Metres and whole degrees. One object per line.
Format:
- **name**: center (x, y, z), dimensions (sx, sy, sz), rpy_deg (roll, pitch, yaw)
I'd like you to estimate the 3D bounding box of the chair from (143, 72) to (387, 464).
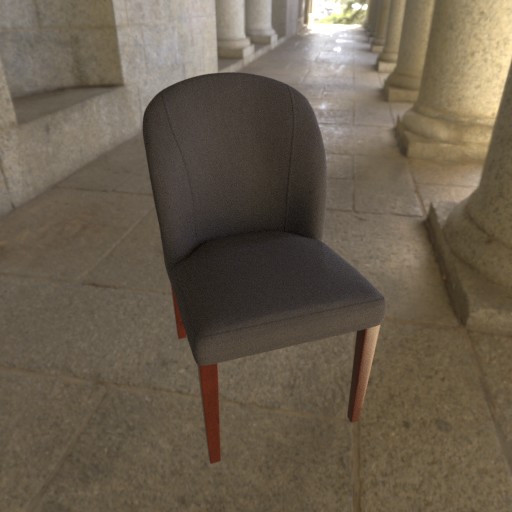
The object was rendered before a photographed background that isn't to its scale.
- **chair**: center (0.000, 0.000, 1.243), dimensions (0.506, 0.879, 0.619), rpy_deg (-10, 32, -16)
